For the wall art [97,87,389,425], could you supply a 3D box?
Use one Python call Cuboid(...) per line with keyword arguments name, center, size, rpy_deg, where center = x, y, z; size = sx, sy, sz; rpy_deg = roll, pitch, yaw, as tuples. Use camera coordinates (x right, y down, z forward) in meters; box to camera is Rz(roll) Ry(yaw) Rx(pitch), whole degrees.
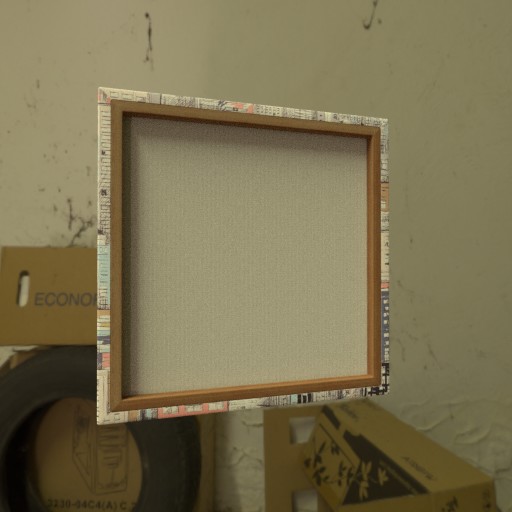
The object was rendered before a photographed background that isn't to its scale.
Cuboid(name="wall art", center=(0.000, 0.000, 0.903), size=(0.607, 0.608, 0.038), rpy_deg=(0, 0, -18))
